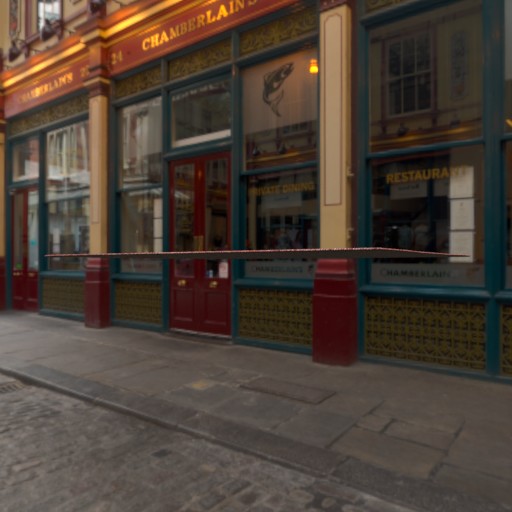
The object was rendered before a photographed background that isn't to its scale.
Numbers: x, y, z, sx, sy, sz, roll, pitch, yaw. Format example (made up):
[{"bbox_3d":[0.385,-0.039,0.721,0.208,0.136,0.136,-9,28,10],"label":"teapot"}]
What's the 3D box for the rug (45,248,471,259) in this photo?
[{"bbox_3d":[0.000,0.000,5.036,3.965,0.025,2.803,-1,-1,36],"label":"rug"}]
